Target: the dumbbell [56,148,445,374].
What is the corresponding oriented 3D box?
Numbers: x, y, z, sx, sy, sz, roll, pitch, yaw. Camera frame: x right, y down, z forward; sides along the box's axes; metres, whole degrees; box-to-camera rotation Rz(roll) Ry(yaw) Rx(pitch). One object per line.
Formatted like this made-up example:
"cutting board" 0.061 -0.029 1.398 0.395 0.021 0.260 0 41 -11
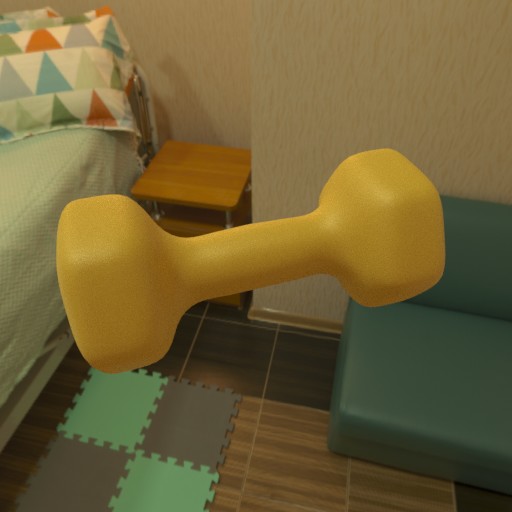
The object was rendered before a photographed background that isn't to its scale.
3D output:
"dumbbell" 0.000 0.000 0.235 0.190 0.082 0.090 -12 44 -12
